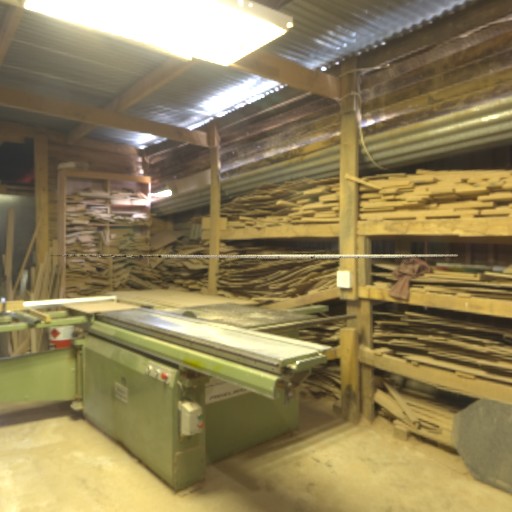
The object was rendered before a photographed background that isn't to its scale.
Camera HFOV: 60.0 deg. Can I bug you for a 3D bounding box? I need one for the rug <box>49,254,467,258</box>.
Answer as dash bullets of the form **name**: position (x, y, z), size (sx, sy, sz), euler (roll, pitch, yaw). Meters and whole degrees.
- **rug**: position (0.000, 0.000, 4.204), size (3.221, 0.026, 2.342), euler (0, 0, -36)
